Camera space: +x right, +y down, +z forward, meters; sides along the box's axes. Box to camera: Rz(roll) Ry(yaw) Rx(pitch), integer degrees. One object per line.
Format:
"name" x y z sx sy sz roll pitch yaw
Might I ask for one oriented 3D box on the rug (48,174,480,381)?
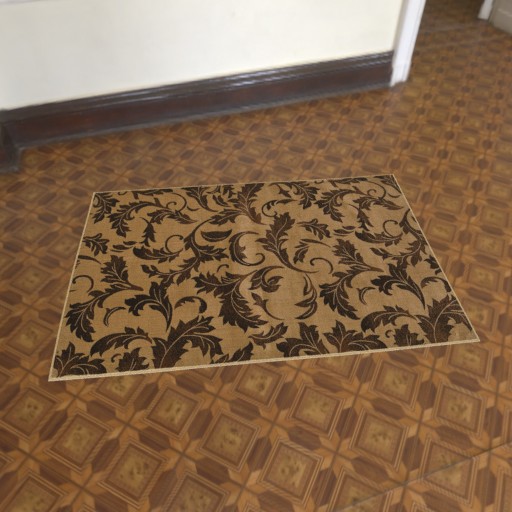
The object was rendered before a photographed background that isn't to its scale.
"rug" 0.000 0.000 2.828 2.284 0.008 1.522 -4 47 -4
